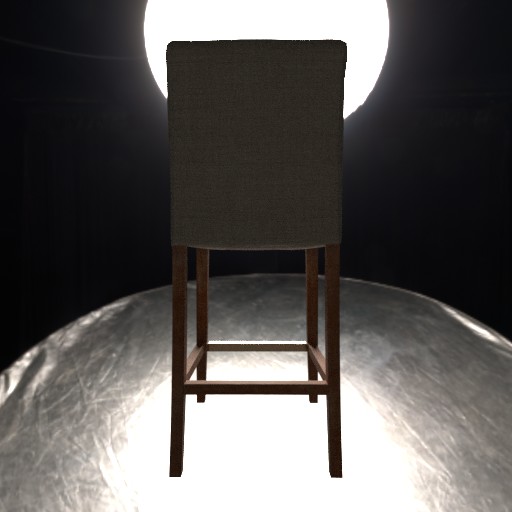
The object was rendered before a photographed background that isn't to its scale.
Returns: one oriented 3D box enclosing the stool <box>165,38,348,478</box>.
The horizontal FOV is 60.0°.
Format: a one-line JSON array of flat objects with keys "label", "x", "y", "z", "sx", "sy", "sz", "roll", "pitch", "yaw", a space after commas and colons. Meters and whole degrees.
[{"label": "stool", "x": 0.000, "y": 0.000, "z": 1.310, "sx": 0.454, "sy": 1.039, "sz": 0.567, "roll": 0, "pitch": 1, "yaw": 0}]
